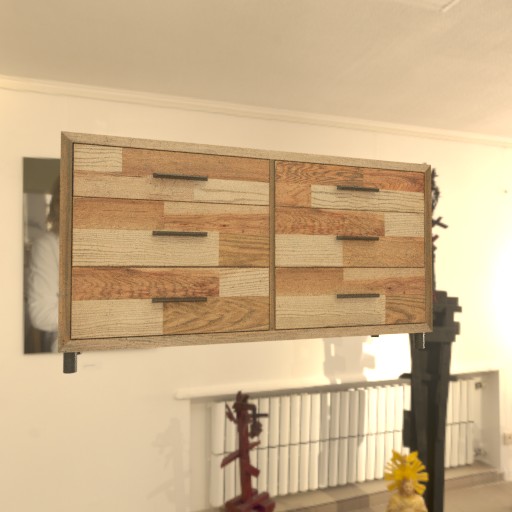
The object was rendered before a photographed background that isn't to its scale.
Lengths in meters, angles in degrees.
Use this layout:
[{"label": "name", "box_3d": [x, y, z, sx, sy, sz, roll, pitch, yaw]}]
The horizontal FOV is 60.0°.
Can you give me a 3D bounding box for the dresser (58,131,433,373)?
[{"label": "dresser", "box_3d": [0.000, 0.000, 1.942, 1.547, 0.834, 0.487, 1, -2, -19]}]
